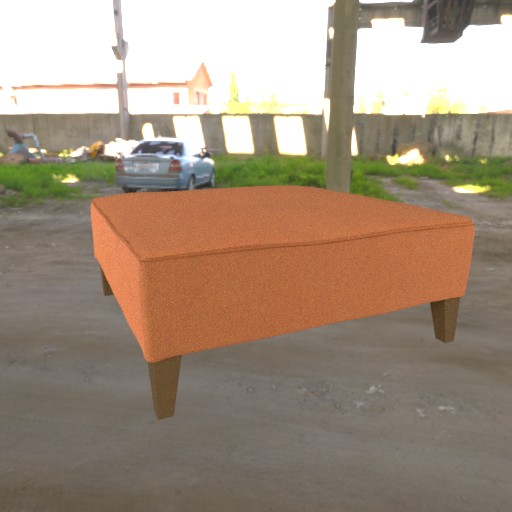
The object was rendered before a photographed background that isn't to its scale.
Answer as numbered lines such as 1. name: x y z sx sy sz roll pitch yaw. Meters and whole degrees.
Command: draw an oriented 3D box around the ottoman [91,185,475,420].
1. ottoman: 0.000 0.000 1.567 0.999 0.438 0.997 -7 17 -25
